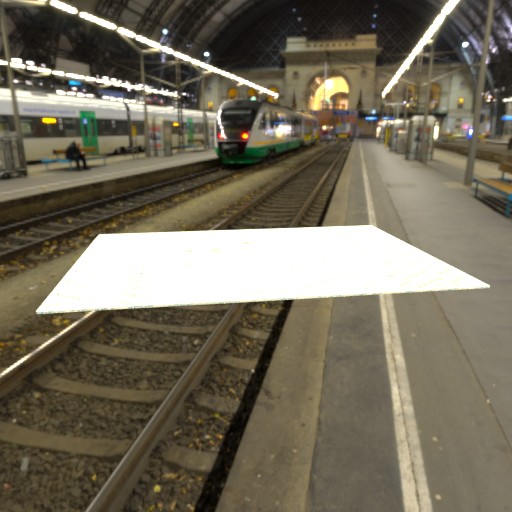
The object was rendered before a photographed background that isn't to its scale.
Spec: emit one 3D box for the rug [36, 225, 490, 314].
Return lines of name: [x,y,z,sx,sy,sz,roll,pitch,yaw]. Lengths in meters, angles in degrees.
rug: [0.000,0.000,2.343,1.820,0.009,1.260,-2,16,-8]
